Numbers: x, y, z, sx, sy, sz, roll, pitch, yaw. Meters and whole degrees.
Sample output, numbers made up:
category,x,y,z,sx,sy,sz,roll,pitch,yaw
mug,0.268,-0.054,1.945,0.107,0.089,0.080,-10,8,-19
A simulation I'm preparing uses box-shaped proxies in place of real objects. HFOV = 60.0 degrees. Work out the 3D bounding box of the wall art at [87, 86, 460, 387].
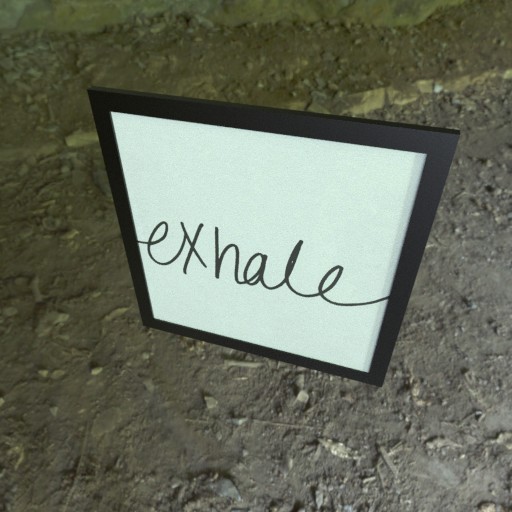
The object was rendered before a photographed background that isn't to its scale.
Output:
category,x,y,z,sx,sy,sz,roll,pitch,yaw
wall art,0.000,0.000,0.654,0.446,0.445,0.014,11,41,14
